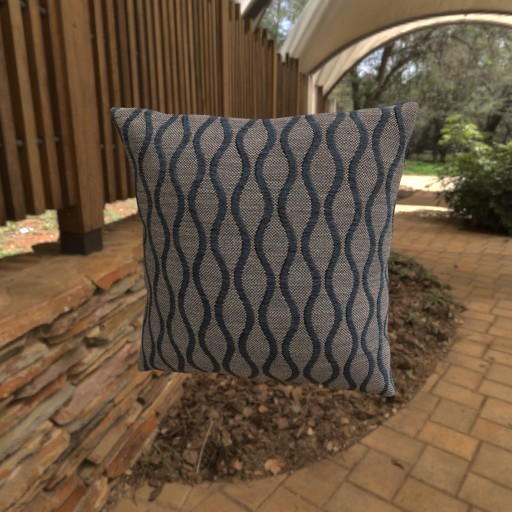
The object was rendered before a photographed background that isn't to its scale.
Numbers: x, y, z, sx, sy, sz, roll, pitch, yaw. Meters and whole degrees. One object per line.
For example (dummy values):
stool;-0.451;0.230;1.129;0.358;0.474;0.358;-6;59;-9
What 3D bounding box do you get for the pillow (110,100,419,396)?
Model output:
pillow;0.000;0.000;0.662;0.435;0.435;0.159;3;16;9
